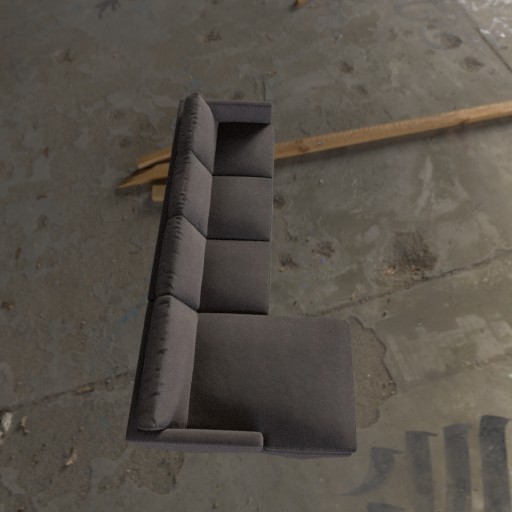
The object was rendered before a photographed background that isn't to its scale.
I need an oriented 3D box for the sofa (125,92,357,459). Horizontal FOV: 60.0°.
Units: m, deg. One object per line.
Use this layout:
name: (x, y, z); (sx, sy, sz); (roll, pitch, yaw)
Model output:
sofa: (0.000, 0.000, 3.913); (1.650, 0.922, 3.205); (2, 63, 1)
